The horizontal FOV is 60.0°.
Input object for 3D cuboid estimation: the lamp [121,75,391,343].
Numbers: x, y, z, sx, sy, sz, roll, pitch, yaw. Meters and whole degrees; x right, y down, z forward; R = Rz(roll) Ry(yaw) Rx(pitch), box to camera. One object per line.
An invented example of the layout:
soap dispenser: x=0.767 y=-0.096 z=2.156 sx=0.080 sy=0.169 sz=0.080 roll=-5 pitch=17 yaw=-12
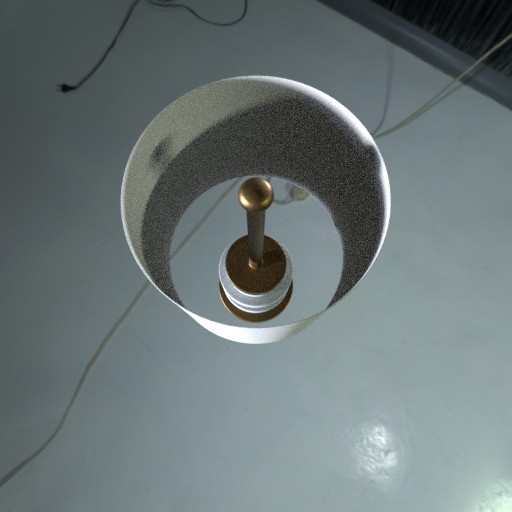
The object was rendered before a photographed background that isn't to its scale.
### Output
lamp: x=0.000 y=0.000 z=0.538 sx=0.210 sy=0.410 sz=0.210 roll=29 pitch=78 yaw=7
